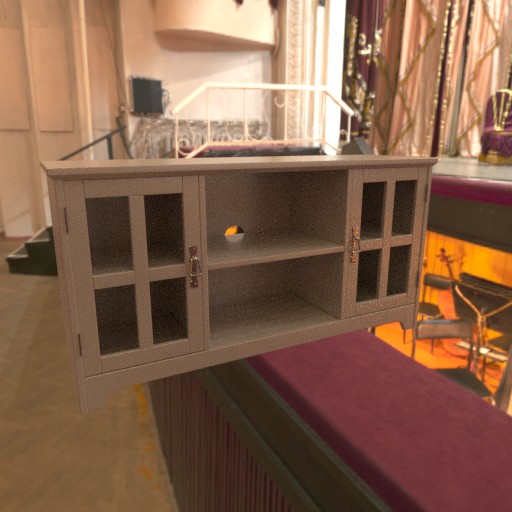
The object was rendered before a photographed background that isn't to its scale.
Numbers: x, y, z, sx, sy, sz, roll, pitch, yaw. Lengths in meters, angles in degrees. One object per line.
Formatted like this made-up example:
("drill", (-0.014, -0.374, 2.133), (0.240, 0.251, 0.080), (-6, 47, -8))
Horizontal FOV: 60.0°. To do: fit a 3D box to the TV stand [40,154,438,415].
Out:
("TV stand", (0.000, 0.000, 1.414), (1.167, 0.603, 0.344), (-8, 17, -26))
